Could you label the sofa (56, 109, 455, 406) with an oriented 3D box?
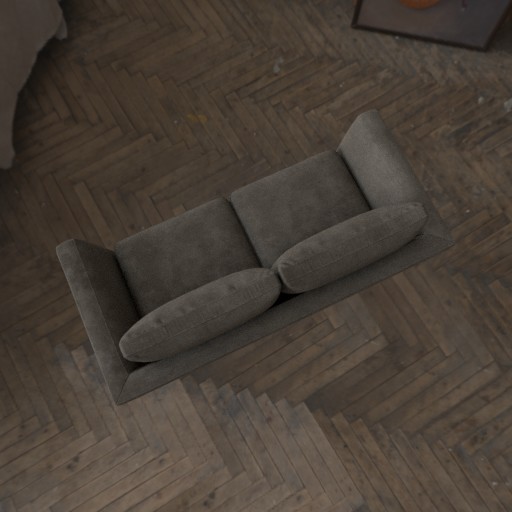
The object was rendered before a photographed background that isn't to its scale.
[{"bbox_3d":[0.000,0.000,2.434,1.832,1.013,0.855,-25,77,-6],"label":"sofa"}]
